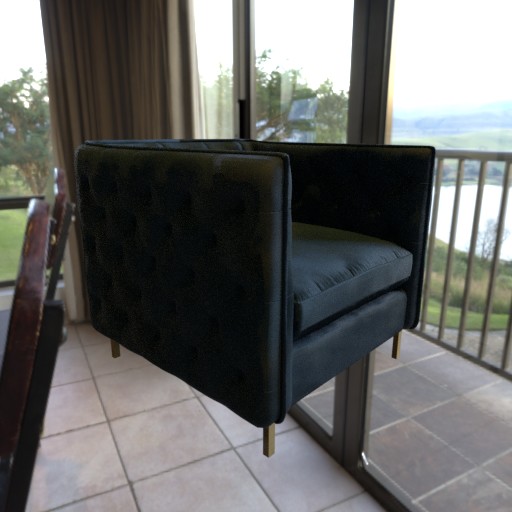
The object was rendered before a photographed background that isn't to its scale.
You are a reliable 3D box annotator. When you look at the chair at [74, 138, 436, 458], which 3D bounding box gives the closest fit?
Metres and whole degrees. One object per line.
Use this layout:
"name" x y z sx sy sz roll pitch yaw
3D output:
"chair" 0.000 0.000 1.522 0.877 0.771 0.868 14 21 41
